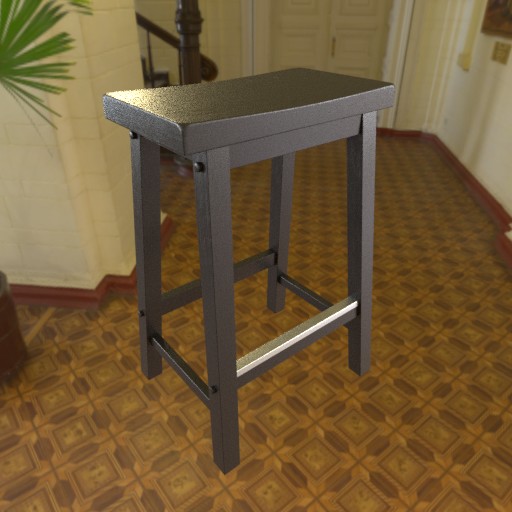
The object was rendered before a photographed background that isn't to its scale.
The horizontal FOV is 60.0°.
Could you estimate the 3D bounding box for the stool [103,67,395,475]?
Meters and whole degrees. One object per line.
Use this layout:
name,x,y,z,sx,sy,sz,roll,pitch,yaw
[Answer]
stool,0.000,0.000,0.846,0.406,0.610,0.322,-23,38,-33
